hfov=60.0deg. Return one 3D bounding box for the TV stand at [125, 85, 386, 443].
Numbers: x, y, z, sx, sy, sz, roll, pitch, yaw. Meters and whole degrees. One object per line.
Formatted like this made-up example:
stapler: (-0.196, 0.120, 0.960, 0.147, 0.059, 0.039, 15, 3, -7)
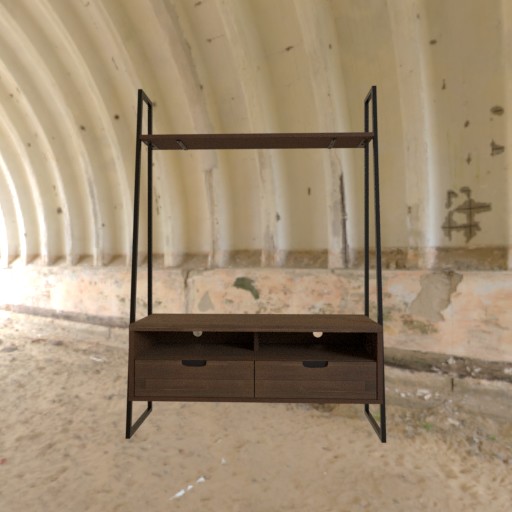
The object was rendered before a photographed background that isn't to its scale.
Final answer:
TV stand: (0.000, 0.000, 2.319, 1.250, 1.772, 0.432, 0, 0, 2)
